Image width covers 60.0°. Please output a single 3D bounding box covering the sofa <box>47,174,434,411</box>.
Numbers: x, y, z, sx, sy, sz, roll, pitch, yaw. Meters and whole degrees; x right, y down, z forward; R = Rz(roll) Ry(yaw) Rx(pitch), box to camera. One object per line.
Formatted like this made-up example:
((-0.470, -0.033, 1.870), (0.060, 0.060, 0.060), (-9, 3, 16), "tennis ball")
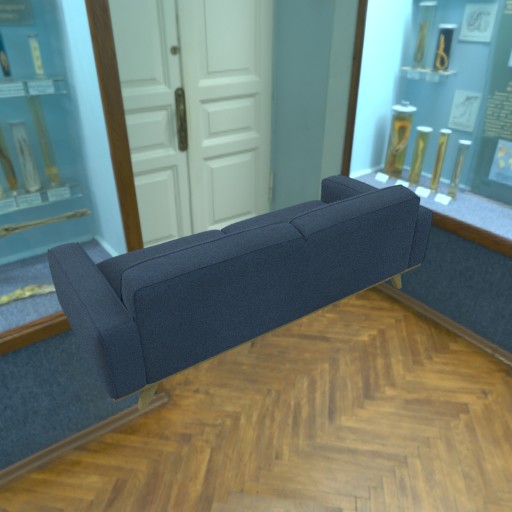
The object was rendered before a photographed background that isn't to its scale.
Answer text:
((0.000, 0.000, 2.806), (2.270, 0.782, 0.953), (-19, 35, -29), "sofa")
